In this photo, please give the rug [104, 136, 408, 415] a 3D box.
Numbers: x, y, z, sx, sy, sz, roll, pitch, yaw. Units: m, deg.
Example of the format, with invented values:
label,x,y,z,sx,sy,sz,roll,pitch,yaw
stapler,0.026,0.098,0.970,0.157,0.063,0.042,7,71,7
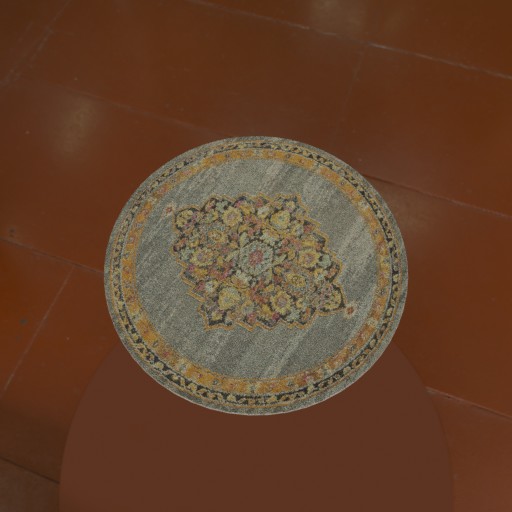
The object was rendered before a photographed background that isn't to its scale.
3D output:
label,x,y,z,sx,sy,sz,roll,pitch,yaw
rug,0.000,0.000,2.354,1.598,0.010,1.598,0,65,0
